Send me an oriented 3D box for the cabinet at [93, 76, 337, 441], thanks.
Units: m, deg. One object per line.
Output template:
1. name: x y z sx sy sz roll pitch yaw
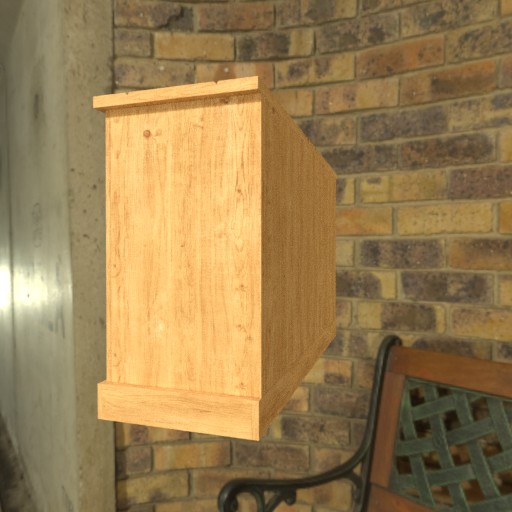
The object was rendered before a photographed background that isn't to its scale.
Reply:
1. cabinet: 0.000 0.000 1.675 0.432 0.810 1.321 0 1 18
